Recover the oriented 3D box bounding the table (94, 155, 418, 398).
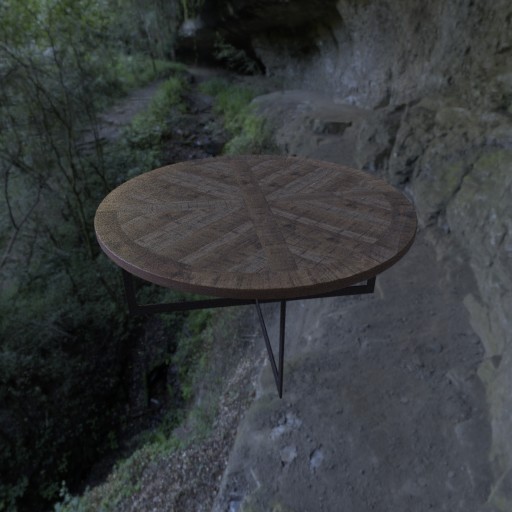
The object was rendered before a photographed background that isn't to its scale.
[{"bbox_3d":[0.000,0.000,1.944,1.264,0.516,1.264,0,30,0],"label":"table"}]
